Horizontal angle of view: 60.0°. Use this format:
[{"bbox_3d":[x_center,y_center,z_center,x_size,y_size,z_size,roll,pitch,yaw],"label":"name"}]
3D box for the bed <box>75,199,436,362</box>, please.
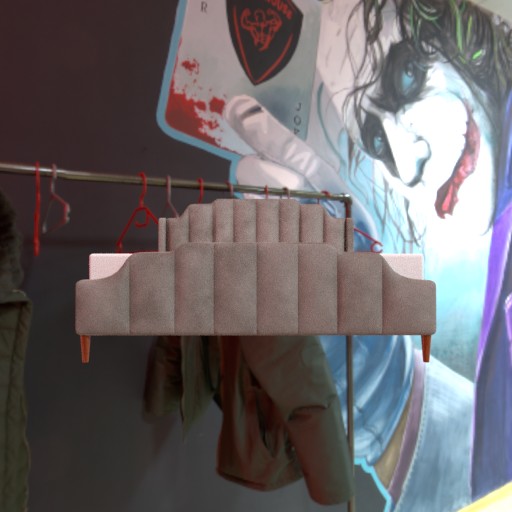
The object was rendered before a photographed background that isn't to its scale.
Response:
[{"bbox_3d":[0.000,0.000,3.663,2.074,1.245,2.340,0,0,0],"label":"bed"}]
